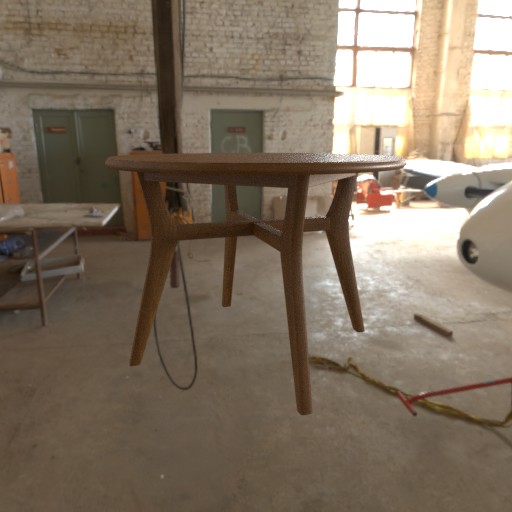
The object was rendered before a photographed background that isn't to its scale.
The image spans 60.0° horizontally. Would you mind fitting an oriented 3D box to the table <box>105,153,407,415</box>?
[{"bbox_3d":[0.000,0.000,1.721,1.055,0.757,1.055,0,14,0],"label":"table"}]
